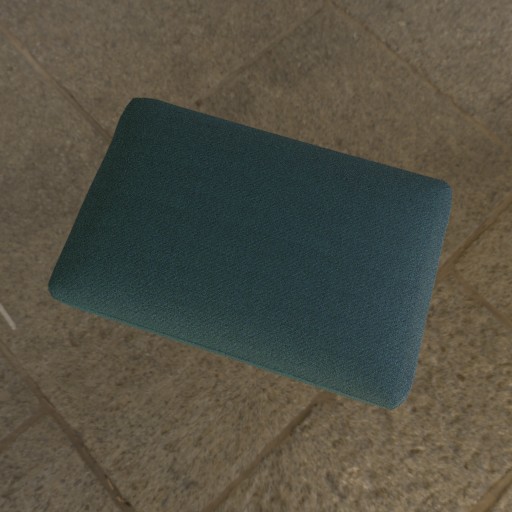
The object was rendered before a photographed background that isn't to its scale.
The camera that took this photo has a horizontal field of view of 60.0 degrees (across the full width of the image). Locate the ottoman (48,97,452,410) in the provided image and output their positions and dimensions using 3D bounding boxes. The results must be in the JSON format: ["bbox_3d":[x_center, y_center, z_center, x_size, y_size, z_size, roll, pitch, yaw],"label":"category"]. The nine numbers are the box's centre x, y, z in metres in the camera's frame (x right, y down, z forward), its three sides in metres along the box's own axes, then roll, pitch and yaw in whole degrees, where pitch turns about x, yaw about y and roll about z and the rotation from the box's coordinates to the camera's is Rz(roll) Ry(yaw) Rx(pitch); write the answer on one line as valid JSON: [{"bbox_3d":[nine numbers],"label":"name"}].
[{"bbox_3d":[0.000,0.000,1.197,0.856,0.498,0.563,17,75,5],"label":"ottoman"}]
